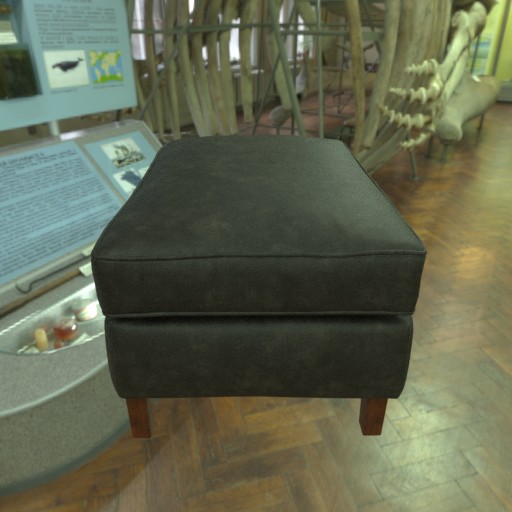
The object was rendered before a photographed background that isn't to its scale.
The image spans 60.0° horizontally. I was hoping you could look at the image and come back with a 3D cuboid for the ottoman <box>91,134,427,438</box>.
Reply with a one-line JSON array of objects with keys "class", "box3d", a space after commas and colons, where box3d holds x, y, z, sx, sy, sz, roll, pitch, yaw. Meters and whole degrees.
[{"class": "ottoman", "box3d": [0.000, 0.000, 0.952, 0.501, 0.413, 0.665, 0, 28, -1]}]
